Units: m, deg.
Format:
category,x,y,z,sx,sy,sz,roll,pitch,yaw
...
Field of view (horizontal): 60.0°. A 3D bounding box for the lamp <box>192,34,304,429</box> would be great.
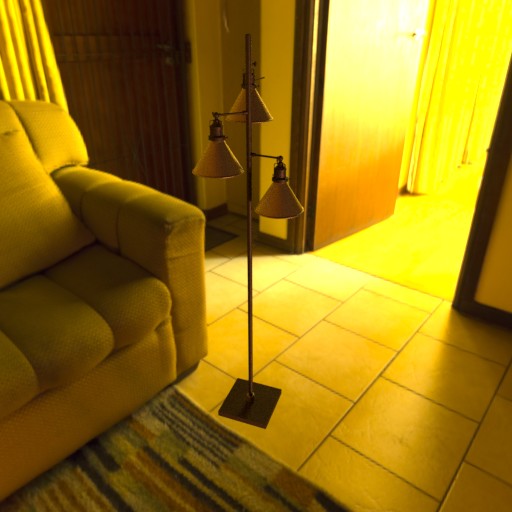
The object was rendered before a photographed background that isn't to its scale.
category,x,y,z,sx,sy,sz,roll,pitch,yaw
lamp,0.000,0.000,1.916,0.415,1.716,0.428,9,28,18
